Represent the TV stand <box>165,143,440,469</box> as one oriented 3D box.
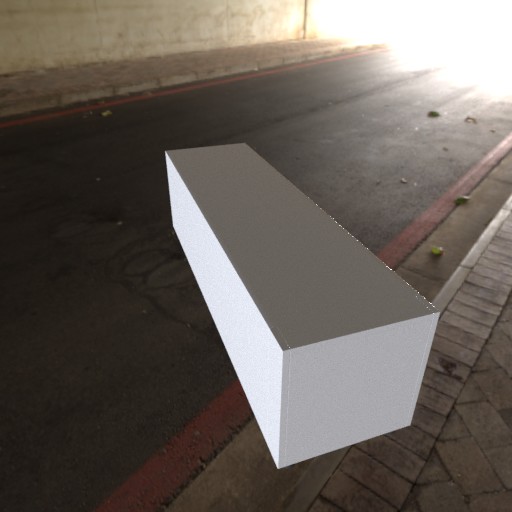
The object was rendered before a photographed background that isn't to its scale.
[{"bbox_3d":[0.000,0.000,1.728,0.410,0.440,1.500,-10,32,-17],"label":"TV stand"}]
